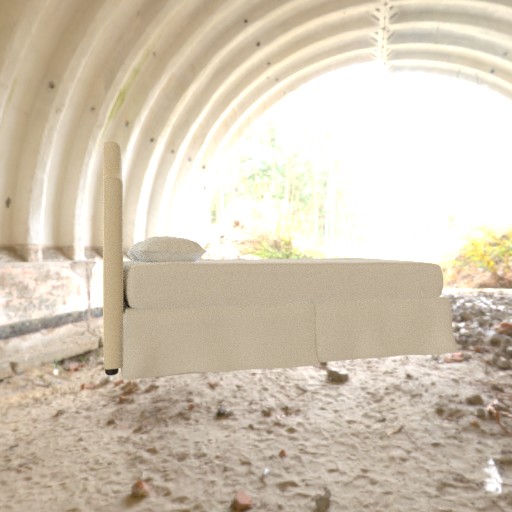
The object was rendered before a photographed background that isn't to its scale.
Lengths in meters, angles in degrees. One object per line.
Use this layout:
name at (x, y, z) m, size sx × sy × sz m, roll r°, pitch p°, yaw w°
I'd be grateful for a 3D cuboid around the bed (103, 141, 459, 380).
bed at (0.000, 0.000, 4.258) m, size 2.773 × 1.590 × 2.350 m, roll 0°, pitch 0°, yaw -19°
